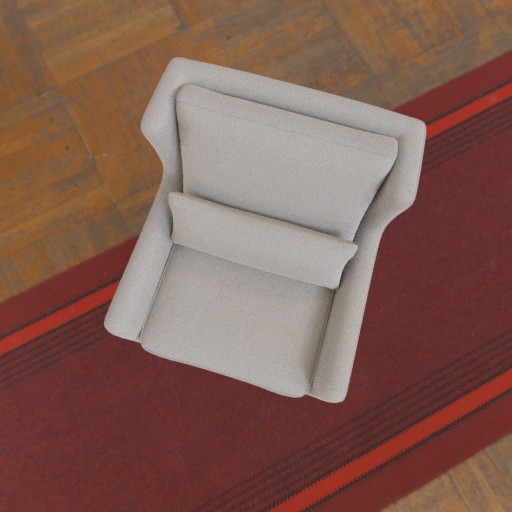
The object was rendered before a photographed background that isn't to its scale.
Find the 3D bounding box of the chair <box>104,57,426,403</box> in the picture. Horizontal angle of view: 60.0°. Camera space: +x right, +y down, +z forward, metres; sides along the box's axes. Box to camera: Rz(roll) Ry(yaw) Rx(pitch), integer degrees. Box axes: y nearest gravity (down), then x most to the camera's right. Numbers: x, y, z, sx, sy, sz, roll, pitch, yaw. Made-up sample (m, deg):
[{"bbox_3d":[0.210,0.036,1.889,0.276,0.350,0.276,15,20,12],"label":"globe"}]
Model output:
[{"bbox_3d":[0.000,0.000,1.913,0.982,1.056,1.040,16,76,4],"label":"chair"}]
